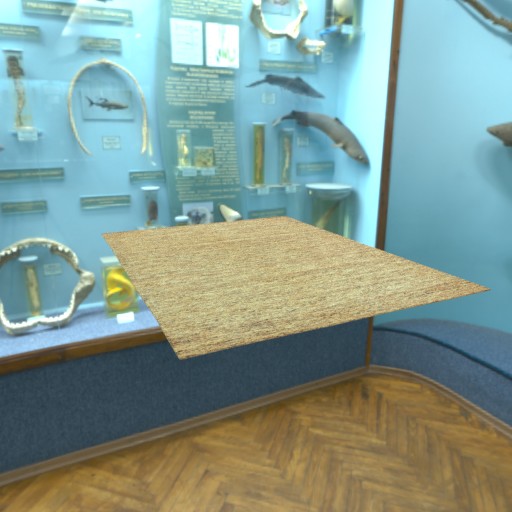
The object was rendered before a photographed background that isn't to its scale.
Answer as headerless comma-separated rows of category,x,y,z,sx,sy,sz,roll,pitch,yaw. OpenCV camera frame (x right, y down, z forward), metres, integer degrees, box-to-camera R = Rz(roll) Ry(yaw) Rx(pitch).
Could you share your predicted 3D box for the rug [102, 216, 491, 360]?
rug,0.000,0.000,4.256,2.438,0.012,3.200,-8,18,-25
